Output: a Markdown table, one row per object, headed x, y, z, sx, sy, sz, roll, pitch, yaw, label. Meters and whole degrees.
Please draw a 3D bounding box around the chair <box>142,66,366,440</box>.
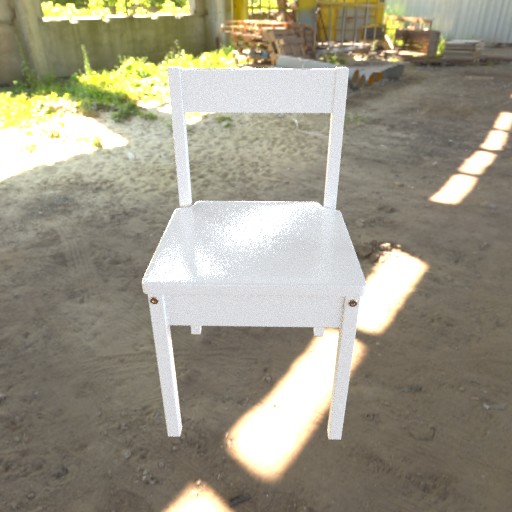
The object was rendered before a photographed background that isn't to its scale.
| x | y | z | sx | sy | sz | roll | pitch | yaw | label |
| --- | --- | --- | --- | --- | --- | --- | --- | --- | --- |
| 0.000 | 0.000 | 0.893 | 0.367 | 0.668 | 0.361 | 1 | 29 | 1 | chair |
